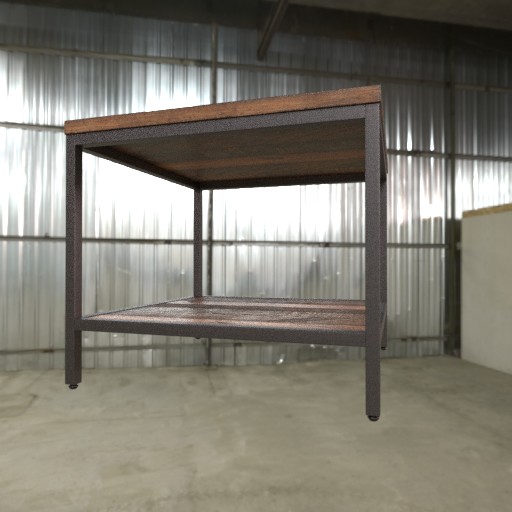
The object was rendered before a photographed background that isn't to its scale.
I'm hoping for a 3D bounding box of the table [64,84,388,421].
[{"bbox_3d":[0.000,0.000,0.973,0.548,0.482,0.553,0,-1,18],"label":"table"}]
